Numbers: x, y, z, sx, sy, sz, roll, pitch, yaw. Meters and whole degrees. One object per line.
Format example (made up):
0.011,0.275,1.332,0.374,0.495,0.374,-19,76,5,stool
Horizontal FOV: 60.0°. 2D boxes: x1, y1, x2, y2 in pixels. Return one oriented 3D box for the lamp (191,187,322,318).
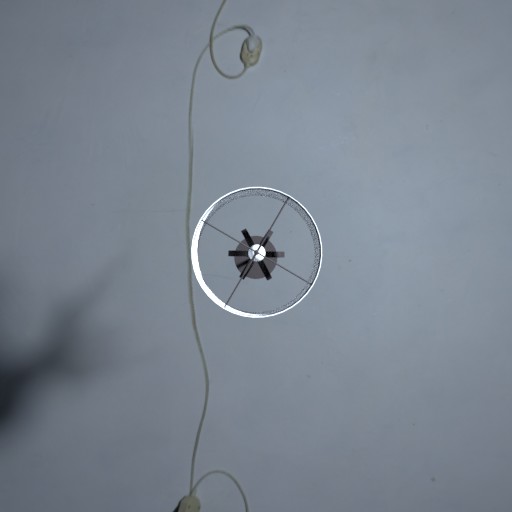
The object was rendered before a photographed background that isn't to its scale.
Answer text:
0.000,0.000,1.582,0.286,1.462,0.286,0,89,0,lamp
